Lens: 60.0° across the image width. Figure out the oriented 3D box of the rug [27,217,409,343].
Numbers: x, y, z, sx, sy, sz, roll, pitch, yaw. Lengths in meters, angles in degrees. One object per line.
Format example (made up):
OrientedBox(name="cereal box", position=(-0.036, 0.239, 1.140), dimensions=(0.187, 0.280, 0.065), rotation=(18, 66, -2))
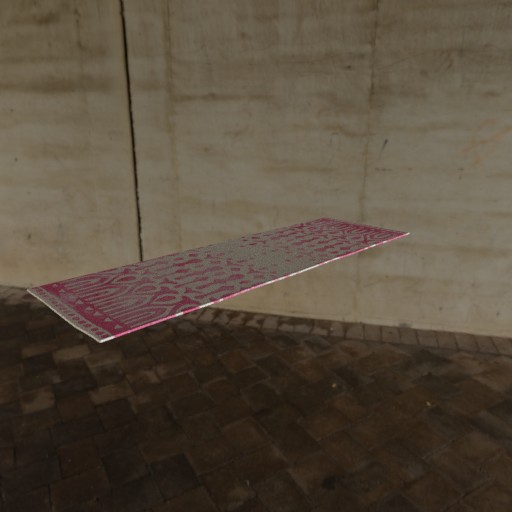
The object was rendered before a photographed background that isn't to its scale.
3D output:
OrientedBox(name="rug", position=(0.000, 0.000, 2.777), dimensions=(2.458, 0.011, 0.787), rotation=(-16, 23, -41))
